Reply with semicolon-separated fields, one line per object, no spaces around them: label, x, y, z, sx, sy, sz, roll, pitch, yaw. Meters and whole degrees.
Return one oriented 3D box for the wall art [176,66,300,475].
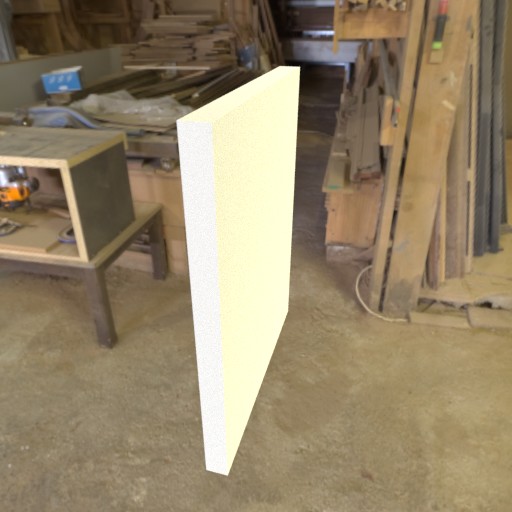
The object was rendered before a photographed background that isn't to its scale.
wall art;0.000;0.000;0.762;0.039;0.553;0.451;8;31;14
